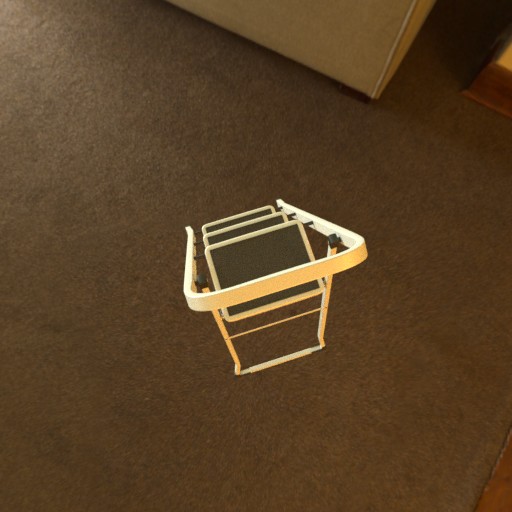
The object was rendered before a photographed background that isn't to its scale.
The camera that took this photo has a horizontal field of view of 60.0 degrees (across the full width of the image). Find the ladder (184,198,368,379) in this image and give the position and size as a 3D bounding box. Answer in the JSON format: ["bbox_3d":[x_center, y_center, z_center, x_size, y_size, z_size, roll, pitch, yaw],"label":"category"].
[{"bbox_3d":[0.000,0.000,1.445,0.460,1.050,0.711,-17,77,-4],"label":"ladder"}]
